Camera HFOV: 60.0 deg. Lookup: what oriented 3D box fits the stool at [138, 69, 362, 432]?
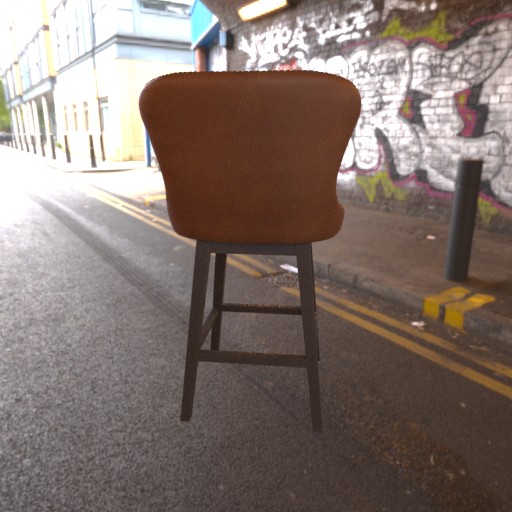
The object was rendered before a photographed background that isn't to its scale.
[{"bbox_3d":[0.000,0.000,1.328,0.528,0.971,0.593,2,16,7],"label":"stool"}]
